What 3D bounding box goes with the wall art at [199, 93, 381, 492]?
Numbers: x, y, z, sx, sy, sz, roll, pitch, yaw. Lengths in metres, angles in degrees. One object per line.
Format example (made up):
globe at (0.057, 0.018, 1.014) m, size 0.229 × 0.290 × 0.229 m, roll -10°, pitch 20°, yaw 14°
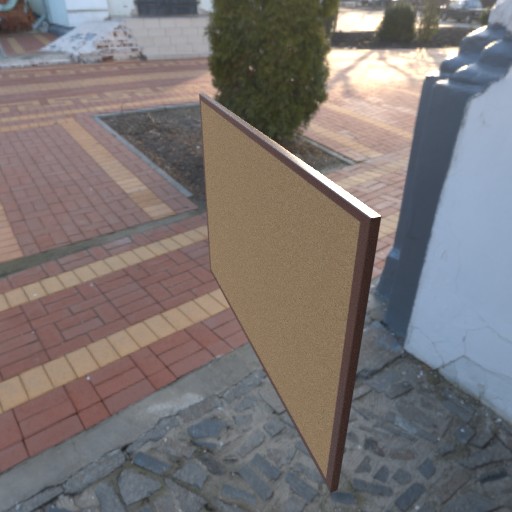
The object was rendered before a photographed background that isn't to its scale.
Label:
wall art at (0.000, 0.000, 0.813) m, size 0.014 × 0.455 × 0.660 m, roll -11°, pitch 32°, yaw -18°
